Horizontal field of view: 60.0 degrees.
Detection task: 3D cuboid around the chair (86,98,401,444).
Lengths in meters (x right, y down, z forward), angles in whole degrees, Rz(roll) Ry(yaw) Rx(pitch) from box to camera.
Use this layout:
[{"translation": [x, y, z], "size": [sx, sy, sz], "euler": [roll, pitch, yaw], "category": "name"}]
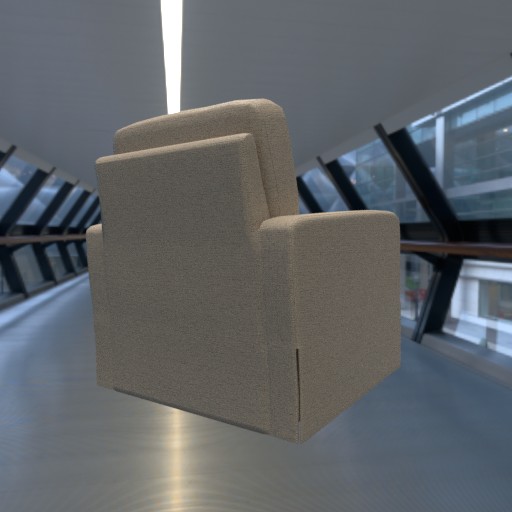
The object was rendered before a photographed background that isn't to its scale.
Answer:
[{"translation": [0.000, 0.000, 1.509], "size": [0.755, 0.827, 0.888], "euler": [1, 2, 34], "category": "chair"}]
